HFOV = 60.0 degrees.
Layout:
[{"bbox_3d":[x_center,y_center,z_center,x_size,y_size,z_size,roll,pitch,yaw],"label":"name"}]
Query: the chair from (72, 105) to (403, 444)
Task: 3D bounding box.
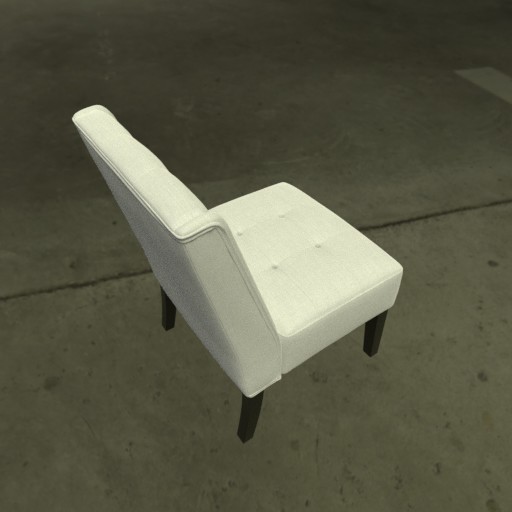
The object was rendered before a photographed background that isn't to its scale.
[{"bbox_3d":[0.000,0.000,1.280,0.676,0.853,0.569,-25,47,-25],"label":"chair"}]
